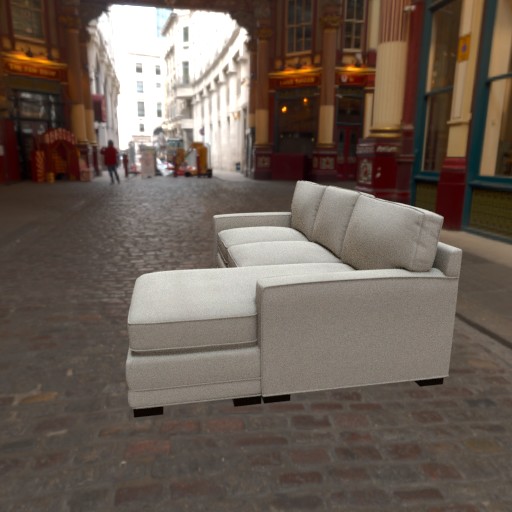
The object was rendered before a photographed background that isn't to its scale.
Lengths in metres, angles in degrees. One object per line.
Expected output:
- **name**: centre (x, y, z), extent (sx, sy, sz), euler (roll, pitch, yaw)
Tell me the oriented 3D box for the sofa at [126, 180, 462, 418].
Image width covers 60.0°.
- **sofa**: centre (0.000, 0.000, 2.895), extent (1.496, 0.861, 2.087), euler (-3, 14, -11)
